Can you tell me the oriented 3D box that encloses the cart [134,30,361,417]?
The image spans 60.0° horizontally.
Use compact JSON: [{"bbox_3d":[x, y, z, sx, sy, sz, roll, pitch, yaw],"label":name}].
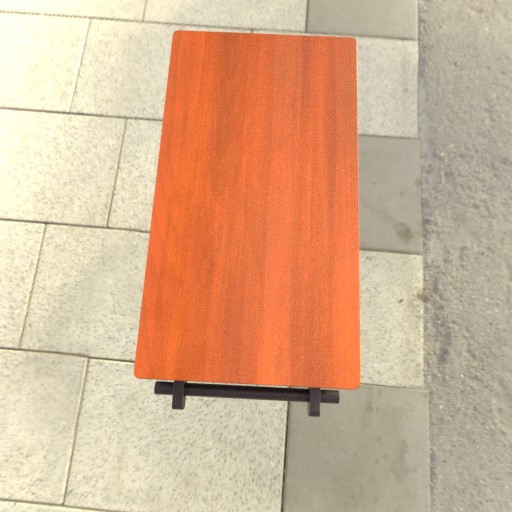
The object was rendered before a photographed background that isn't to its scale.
[{"bbox_3d":[0.000,0.000,1.433,0.457,0.927,0.899,3,75,1],"label":"cart"}]
